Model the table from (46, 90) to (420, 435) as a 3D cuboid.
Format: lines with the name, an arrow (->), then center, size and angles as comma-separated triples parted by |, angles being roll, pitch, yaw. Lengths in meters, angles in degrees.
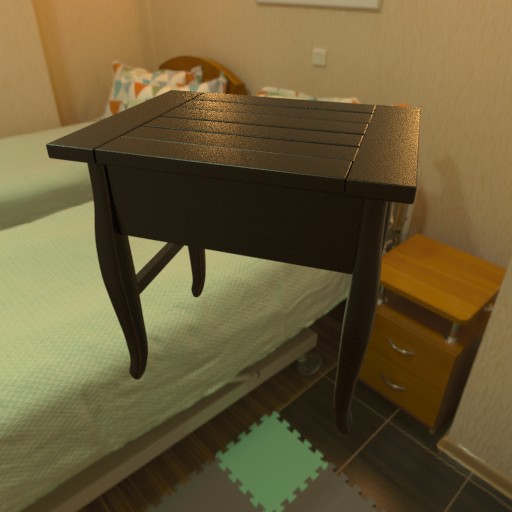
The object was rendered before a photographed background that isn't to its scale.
table -> 0.000, 0.000, 1.016 | 0.602, 0.604, 0.460 | 10, 33, 15
